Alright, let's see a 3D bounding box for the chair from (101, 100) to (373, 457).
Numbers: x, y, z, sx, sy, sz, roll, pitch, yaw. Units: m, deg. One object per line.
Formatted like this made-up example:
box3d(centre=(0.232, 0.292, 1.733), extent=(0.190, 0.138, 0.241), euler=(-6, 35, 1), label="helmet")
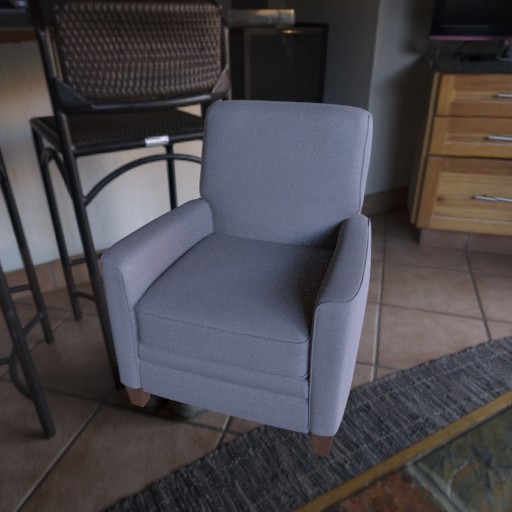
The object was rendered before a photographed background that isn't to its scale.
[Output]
box3d(centre=(0.000, 0.000, 1.675), extent=(0.845, 1.023, 0.859), euler=(8, 28, 16), label="chair")
